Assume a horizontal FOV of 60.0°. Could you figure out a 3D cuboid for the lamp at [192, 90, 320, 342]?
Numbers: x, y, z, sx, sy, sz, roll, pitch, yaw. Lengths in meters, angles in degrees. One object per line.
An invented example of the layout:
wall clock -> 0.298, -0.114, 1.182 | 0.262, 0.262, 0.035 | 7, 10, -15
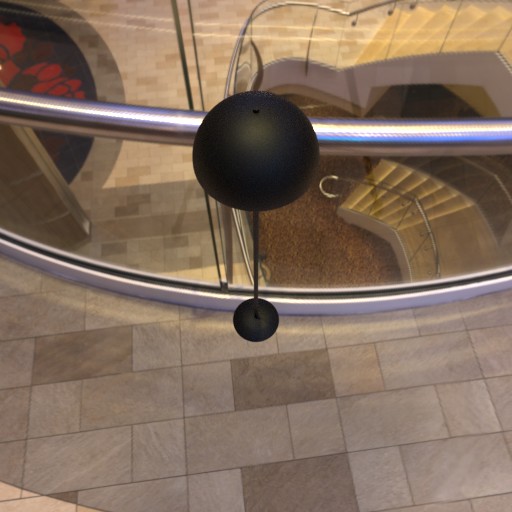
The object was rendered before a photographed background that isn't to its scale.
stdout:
lamp -> 0.000, 0.000, 1.656 | 0.328, 1.480, 0.328 | 34, 68, 16
